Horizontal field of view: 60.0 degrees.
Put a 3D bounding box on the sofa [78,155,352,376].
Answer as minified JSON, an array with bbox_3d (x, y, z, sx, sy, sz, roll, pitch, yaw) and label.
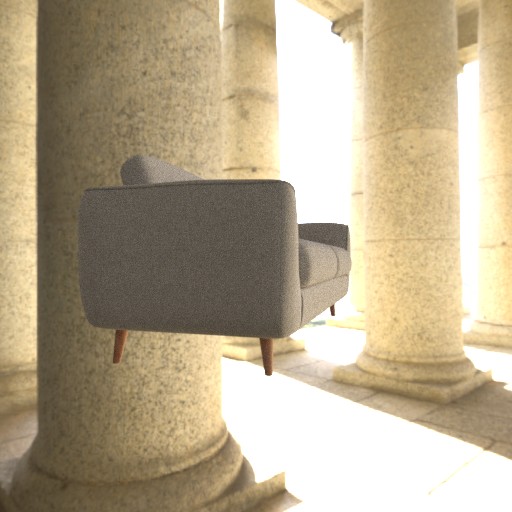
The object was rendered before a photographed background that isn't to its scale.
[{"bbox_3d":[0.000,0.000,2.463,0.920,0.850,2.000,0,0,17],"label":"sofa"}]
